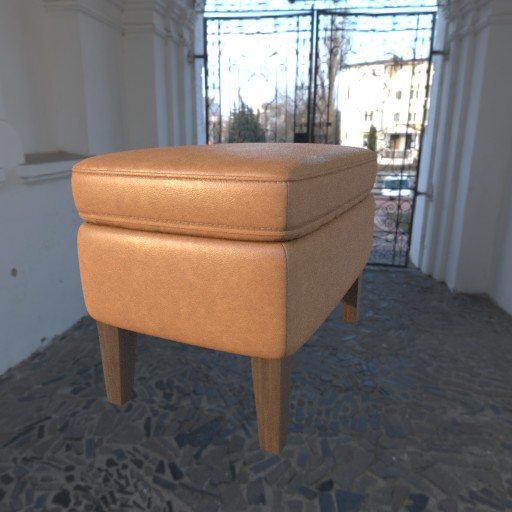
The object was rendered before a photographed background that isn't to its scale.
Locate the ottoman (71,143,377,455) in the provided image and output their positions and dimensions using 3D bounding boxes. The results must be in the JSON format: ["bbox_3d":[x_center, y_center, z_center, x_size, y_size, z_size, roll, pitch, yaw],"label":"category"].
[{"bbox_3d":[0.000,0.000,0.977,0.420,0.480,0.670,7,17,24],"label":"ottoman"}]
